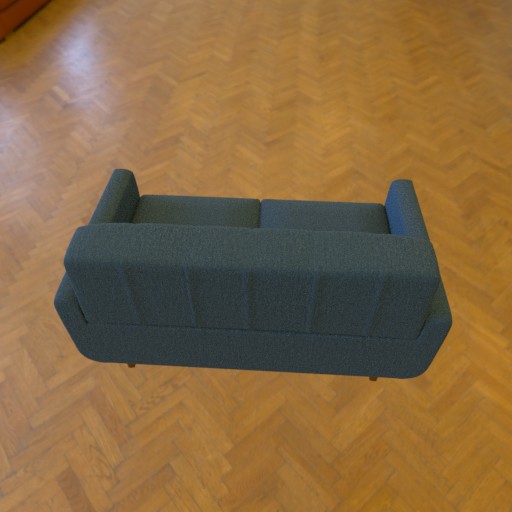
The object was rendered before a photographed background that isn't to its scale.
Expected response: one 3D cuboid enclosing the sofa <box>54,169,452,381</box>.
[{"bbox_3d":[0.000,0.000,2.223,1.651,0.896,0.942,3,47,2],"label":"sofa"}]
